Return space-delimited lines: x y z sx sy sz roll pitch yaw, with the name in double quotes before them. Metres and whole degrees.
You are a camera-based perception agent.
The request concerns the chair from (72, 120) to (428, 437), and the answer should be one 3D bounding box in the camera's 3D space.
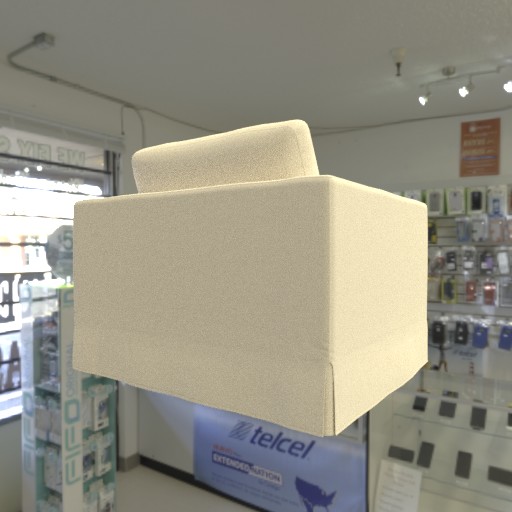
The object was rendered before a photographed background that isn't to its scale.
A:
"chair" 0.000 0.000 1.795 1.150 0.878 0.957 1 1 35
